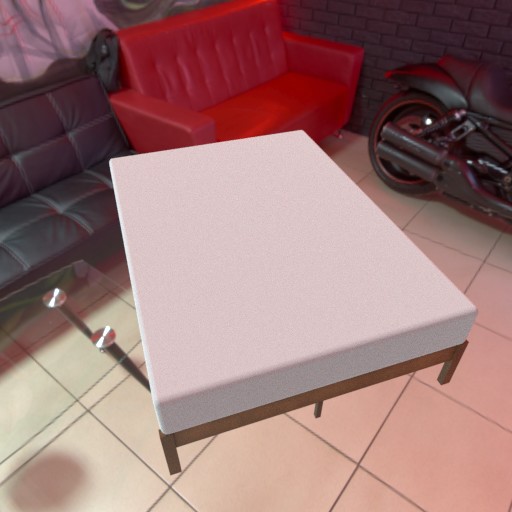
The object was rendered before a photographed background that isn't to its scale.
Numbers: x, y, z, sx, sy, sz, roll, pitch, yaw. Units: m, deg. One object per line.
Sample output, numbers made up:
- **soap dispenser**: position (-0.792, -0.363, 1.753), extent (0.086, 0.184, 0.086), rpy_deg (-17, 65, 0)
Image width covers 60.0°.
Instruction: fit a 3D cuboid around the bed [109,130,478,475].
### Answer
- **bed**: position (0.000, 0.000, 2.772), extent (1.529, 0.593, 2.050), rpy_deg (-12, 42, -14)
